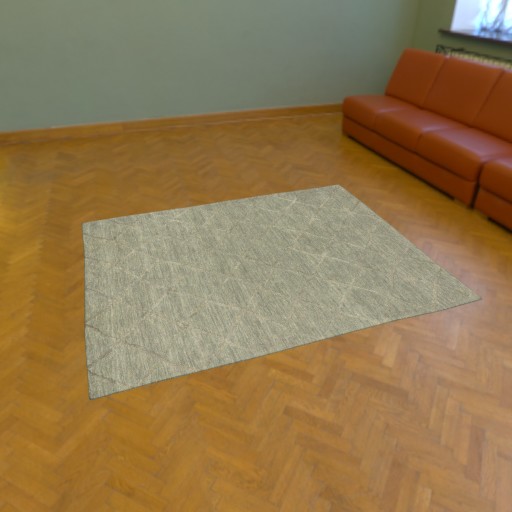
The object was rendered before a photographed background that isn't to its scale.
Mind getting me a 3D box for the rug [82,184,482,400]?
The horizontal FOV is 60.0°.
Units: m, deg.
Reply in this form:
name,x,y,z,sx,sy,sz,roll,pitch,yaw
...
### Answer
name,x,y,z,sx,sy,sz,roll,pitch,yaw
rug,0.000,0.000,4.102,3.048,0.013,2.438,-11,34,-16
